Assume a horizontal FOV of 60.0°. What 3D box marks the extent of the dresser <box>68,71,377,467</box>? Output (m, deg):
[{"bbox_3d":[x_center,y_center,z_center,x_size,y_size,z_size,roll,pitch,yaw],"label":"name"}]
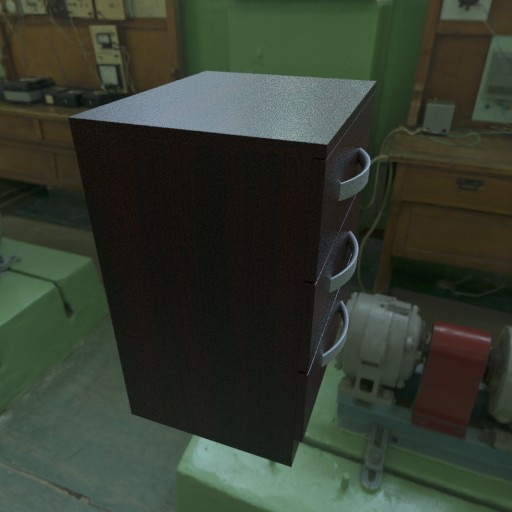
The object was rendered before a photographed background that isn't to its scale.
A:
[{"bbox_3d":[0.000,0.000,0.813,0.360,0.560,0.400,11,33,17],"label":"dresser"}]
